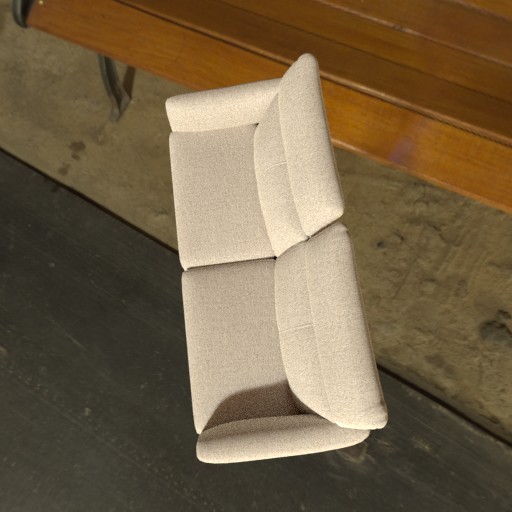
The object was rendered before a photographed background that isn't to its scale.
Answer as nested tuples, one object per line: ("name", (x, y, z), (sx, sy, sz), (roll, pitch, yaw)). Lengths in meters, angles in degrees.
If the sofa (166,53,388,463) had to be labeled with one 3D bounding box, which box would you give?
("sofa", (0.000, 0.000, 2.410), (0.856, 0.956, 2.015), (-7, 75, -2))
